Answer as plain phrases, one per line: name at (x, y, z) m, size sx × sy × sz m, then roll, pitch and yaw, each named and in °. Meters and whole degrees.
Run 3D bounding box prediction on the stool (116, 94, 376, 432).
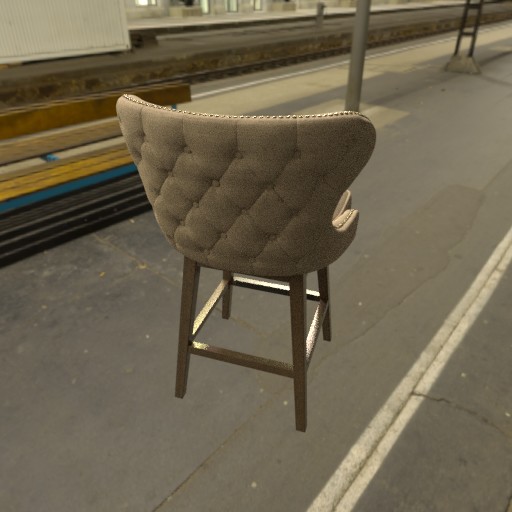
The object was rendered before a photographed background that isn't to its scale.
stool at (0.000, 0.000, 1.335) m, size 0.615 × 0.972 × 0.597 m, roll 10°, pitch 33°, yaw 15°
